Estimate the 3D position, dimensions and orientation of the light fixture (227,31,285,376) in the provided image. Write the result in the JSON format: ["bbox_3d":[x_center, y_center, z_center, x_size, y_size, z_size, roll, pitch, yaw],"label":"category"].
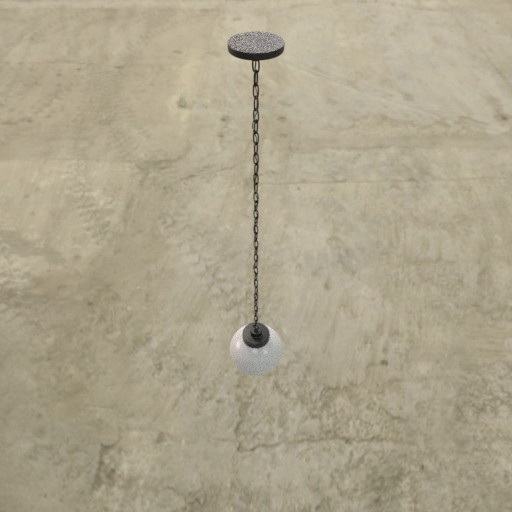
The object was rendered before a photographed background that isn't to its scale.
[{"bbox_3d":[0.000,0.000,2.010,0.305,1.867,0.304,23,50,20],"label":"light fixture"}]
